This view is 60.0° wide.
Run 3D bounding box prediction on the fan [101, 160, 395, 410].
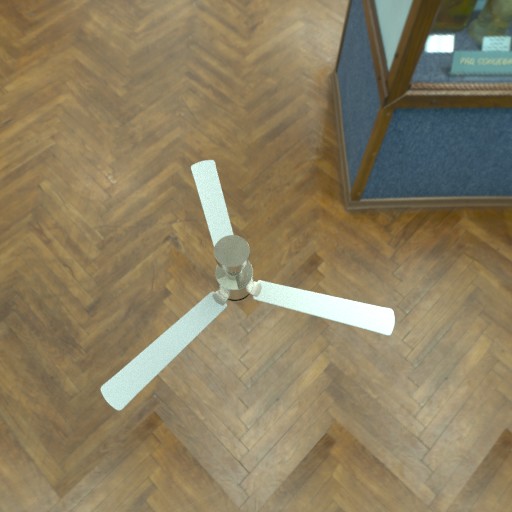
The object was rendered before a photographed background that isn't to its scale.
[{"bbox_3d":[0.000,0.000,2.365,1.531,0.446,1.561,2,64,1],"label":"fan"}]
